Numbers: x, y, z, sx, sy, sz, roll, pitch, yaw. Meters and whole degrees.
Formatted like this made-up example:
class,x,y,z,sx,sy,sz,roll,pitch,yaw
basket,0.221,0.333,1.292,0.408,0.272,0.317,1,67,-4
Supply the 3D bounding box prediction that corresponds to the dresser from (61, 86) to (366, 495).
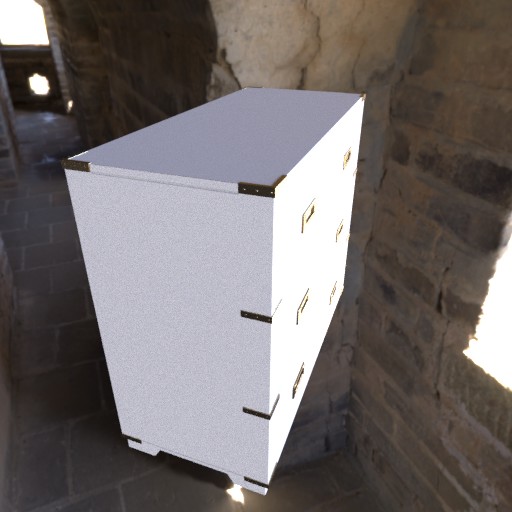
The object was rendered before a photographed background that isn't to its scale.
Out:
class,x,y,z,sx,sy,sz,roll,pitch,yaw
dresser,0.000,0.000,1.461,0.460,0.891,1.022,10,31,18
